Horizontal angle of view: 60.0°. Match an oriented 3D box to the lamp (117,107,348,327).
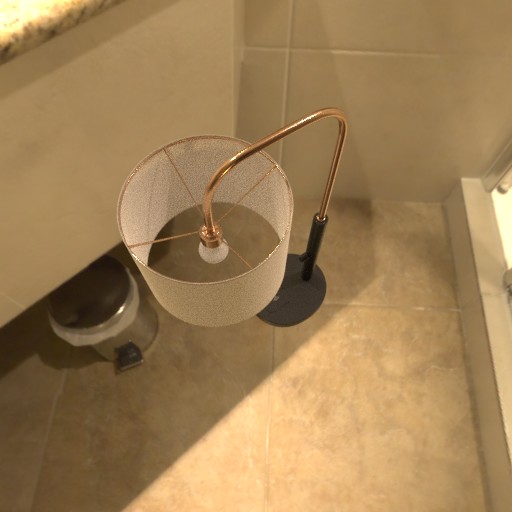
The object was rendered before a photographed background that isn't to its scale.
[{"bbox_3d":[0.000,0.000,0.713,0.337,0.540,0.199,-31,68,-14],"label":"lamp"}]
